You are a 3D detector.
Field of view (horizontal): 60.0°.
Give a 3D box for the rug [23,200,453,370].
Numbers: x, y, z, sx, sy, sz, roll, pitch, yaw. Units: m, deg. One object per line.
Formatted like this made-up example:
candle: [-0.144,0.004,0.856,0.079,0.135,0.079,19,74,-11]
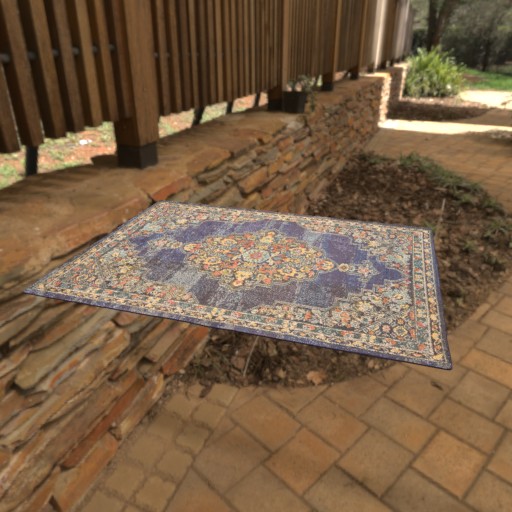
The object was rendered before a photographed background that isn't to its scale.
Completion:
rug: [0.000,0.000,2.859,2.232,0.009,1.630,8,27,15]
